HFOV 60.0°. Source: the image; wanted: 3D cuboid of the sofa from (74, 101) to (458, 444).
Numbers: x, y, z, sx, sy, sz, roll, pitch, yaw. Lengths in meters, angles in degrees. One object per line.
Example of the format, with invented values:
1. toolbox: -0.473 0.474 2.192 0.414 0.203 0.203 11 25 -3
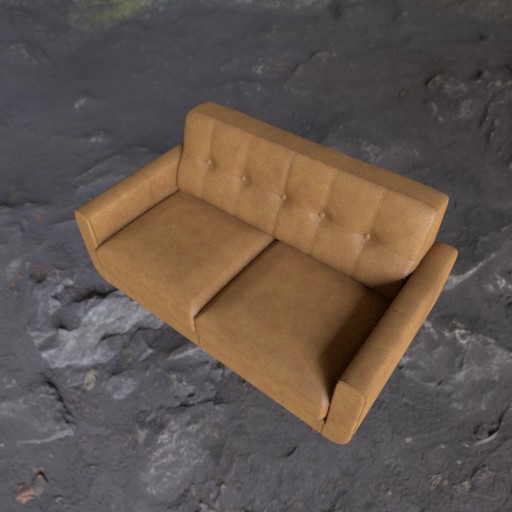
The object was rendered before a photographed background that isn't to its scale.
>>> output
1. sofa: 0.000 0.000 2.247 1.651 0.925 0.952 29 53 25
